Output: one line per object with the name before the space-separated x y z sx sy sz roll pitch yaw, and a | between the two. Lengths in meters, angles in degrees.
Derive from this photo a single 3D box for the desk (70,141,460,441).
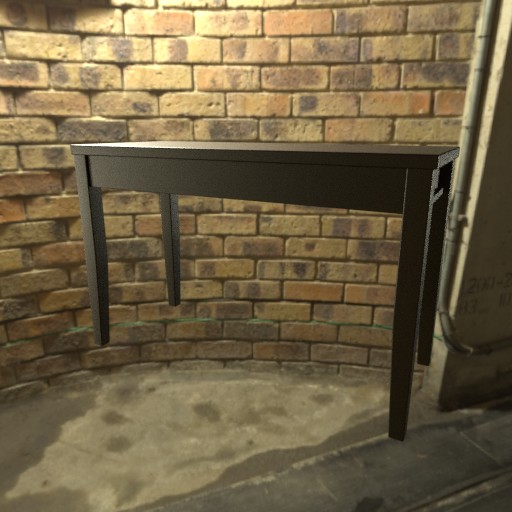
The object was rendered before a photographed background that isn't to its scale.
desk | 0.000 0.000 1.601 1.220 0.775 0.508 9 18 28
